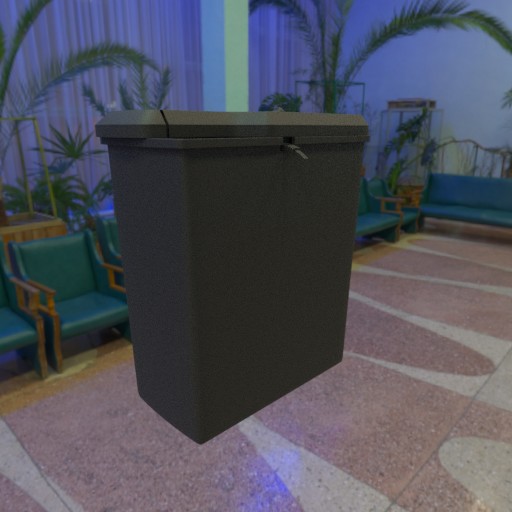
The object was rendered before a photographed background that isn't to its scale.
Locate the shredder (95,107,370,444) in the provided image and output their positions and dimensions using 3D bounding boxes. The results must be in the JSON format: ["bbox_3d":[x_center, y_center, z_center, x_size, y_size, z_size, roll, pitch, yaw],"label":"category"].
[{"bbox_3d":[0.000,0.000,0.529,0.320,0.335,0.170,-15,22,-42],"label":"shredder"}]
